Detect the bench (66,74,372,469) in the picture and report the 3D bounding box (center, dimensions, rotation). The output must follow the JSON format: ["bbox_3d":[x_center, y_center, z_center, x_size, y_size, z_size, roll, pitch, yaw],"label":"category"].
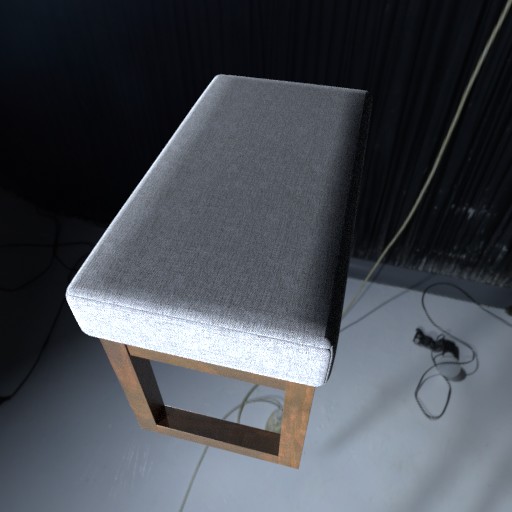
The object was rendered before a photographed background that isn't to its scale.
[{"bbox_3d":[0.000,0.000,0.937,0.366,0.467,0.681,10,47,10],"label":"bench"}]
